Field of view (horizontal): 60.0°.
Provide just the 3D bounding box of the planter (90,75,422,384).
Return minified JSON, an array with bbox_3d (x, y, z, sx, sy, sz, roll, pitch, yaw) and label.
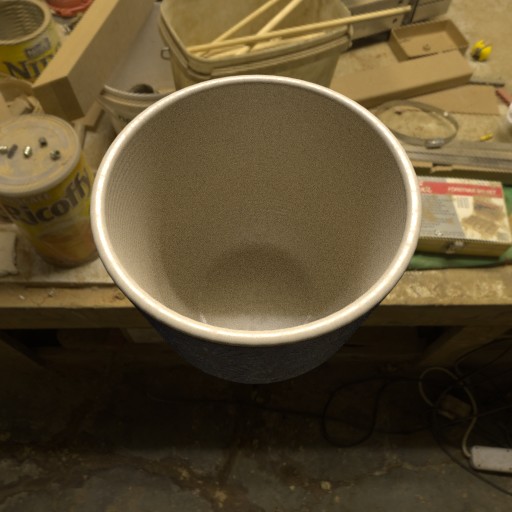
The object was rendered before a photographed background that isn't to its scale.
[{"bbox_3d":[0.000,0.000,0.295,0.170,0.153,0.170,0,61,0],"label":"planter"}]
